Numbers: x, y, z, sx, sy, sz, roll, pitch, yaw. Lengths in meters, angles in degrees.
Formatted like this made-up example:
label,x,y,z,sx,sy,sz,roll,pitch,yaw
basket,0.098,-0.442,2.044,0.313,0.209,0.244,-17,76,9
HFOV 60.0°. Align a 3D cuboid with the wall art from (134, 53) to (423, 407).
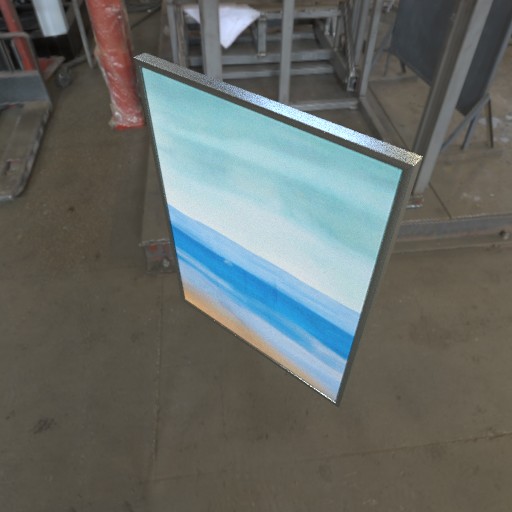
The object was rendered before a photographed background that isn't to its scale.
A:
label,x,y,z,sx,sy,sz,roll,pitch,yaw
wall art,0.000,0.000,1.418,0.803,1.062,0.041,30,53,25
